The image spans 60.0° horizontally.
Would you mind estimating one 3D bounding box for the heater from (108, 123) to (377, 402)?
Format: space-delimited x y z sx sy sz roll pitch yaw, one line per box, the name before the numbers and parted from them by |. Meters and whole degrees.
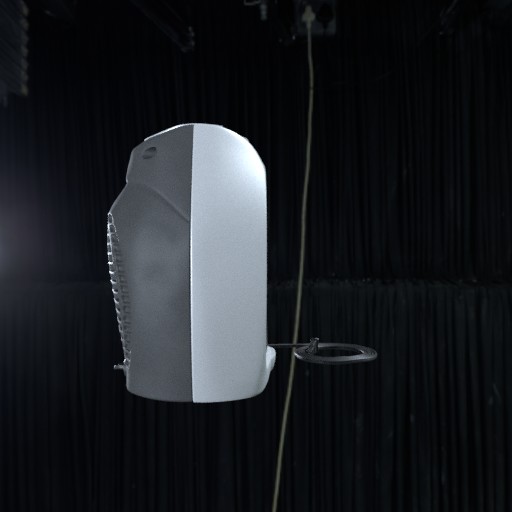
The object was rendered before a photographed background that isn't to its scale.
heater | 0.000 0.000 0.462 0.291 0.240 0.239 0 0 -1
